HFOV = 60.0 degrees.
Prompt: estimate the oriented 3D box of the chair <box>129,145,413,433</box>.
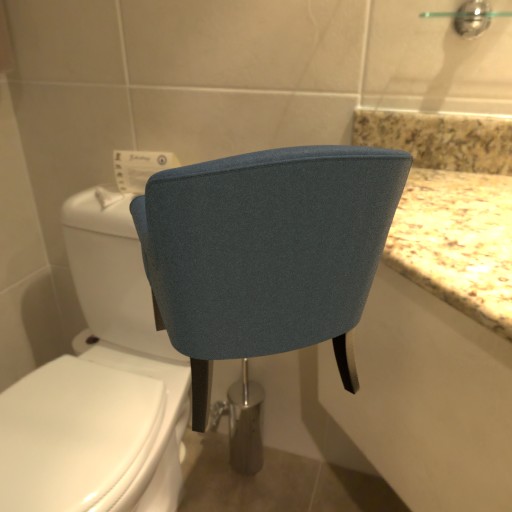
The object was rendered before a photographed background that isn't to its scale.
[{"bbox_3d":[0.000,0.000,1.496,0.770,0.878,0.754,-8,28,-16],"label":"chair"}]
